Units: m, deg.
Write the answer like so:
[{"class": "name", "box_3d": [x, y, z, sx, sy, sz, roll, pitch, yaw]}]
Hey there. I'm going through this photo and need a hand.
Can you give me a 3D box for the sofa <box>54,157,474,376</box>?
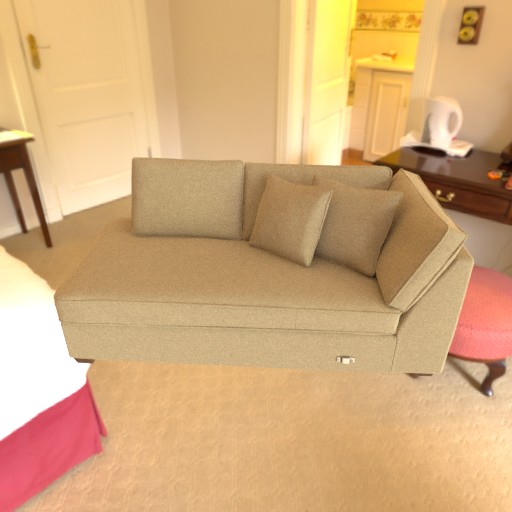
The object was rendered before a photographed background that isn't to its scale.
[{"class": "sofa", "box_3d": [0.000, 0.000, 2.827, 2.237, 1.033, 1.110, 2, 30, 3]}]
